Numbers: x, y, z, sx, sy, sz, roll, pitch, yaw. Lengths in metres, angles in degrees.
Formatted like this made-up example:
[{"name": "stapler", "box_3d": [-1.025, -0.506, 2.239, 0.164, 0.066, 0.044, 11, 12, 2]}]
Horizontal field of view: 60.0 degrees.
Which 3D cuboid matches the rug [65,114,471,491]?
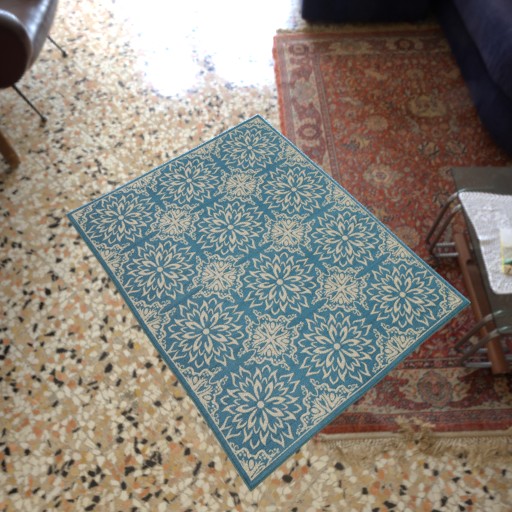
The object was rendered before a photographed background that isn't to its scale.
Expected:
[{"name": "rug", "box_3d": [0.000, 0.000, 4.016, 2.350, 0.018, 2.964, -33, 64, -18]}]
